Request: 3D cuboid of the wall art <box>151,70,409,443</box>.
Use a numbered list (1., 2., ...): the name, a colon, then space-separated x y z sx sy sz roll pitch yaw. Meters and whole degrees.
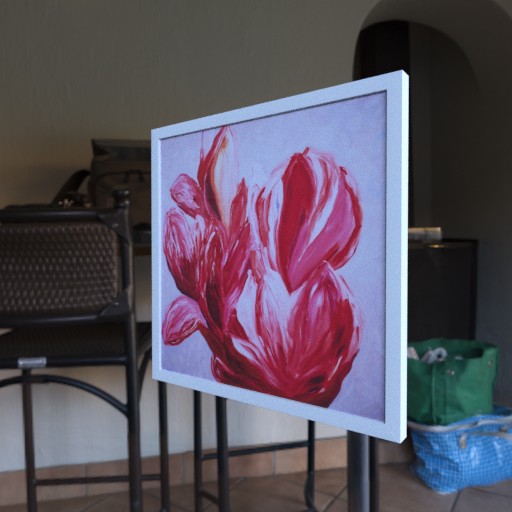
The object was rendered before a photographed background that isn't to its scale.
1. wall art: 0.000 0.000 0.681 0.455 0.453 0.023 1 1 36
